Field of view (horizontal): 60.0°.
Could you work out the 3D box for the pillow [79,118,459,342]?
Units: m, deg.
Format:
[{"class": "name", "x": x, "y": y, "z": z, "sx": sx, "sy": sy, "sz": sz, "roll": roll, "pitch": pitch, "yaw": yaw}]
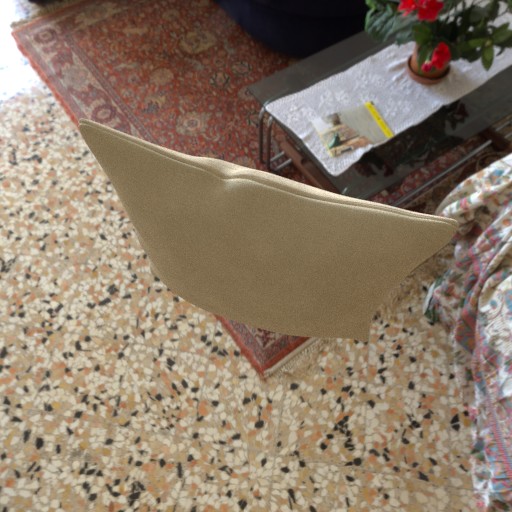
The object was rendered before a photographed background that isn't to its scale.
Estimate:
[{"class": "pillow", "x": 0.000, "y": 0.000, "z": 0.663, "sx": 0.437, "sy": 0.420, "sz": 0.162, "roll": 17, "pitch": 65, "yaw": 8}]
